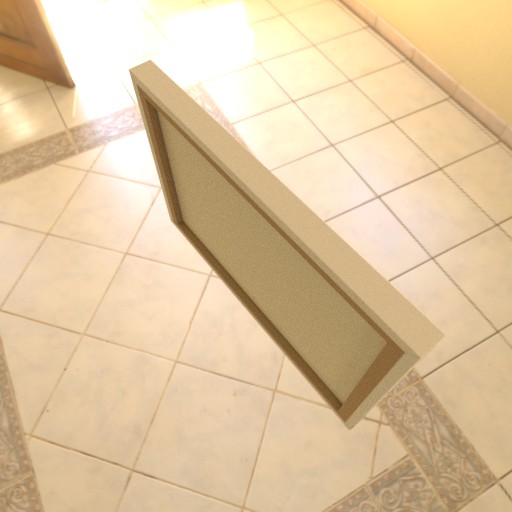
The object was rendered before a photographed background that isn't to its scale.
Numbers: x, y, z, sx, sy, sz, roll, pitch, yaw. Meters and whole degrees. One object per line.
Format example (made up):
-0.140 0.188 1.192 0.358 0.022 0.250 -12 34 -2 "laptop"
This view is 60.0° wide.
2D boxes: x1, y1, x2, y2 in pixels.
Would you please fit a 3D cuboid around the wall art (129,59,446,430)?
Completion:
0.000 0.000 0.772 0.042 0.414 0.608 -34 64 -19 "wall art"
